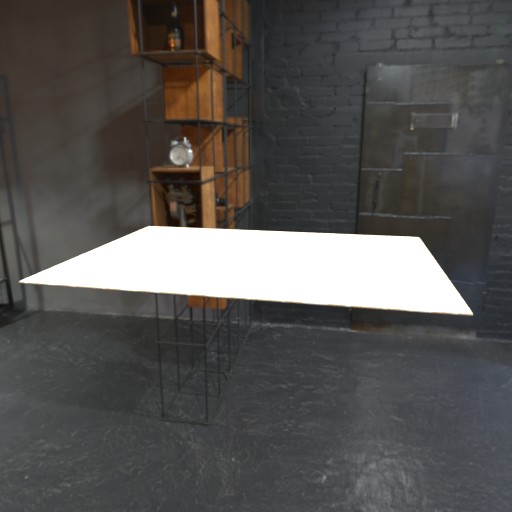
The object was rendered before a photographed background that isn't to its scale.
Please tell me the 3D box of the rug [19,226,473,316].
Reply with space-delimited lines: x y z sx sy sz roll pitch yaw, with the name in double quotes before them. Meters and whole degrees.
"rug" 0.000 0.000 2.742 2.134 0.010 1.524 3 15 11
